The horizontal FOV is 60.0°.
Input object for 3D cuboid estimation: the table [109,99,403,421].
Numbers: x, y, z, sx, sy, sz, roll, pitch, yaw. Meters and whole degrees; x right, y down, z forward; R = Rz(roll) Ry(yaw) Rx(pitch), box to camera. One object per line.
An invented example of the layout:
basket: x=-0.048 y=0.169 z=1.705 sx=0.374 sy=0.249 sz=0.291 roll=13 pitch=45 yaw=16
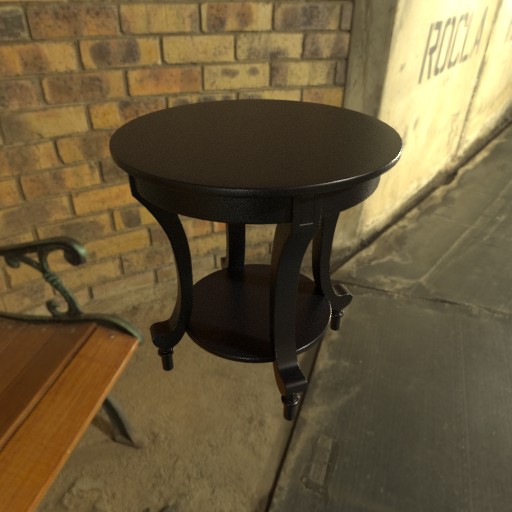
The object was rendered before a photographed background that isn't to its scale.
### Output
table: x=0.000 y=0.000 z=1.096 sx=0.597 sy=0.618 sz=0.597 roll=0 pitch=32 yaw=0
